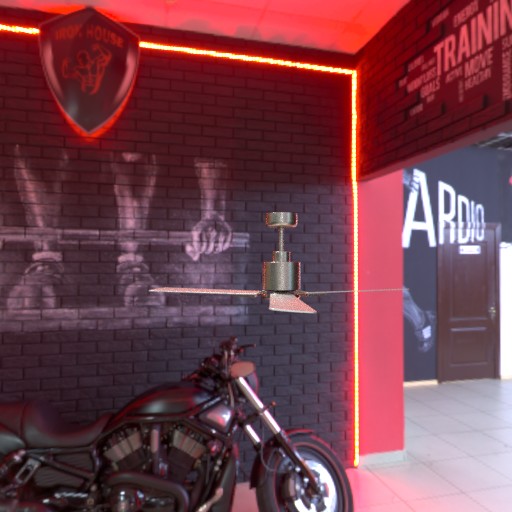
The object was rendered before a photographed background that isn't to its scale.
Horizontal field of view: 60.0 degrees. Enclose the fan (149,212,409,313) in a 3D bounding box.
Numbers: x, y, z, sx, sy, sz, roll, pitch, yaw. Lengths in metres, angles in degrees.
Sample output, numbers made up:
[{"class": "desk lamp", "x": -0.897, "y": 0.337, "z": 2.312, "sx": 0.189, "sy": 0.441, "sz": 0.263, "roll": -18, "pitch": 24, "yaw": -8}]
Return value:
[{"class": "fan", "x": 0.000, "y": 0.000, "z": 2.304, "sx": 1.531, "sy": 0.446, "sz": 1.561, "roll": 0, "pitch": -1, "yaw": 18}]
